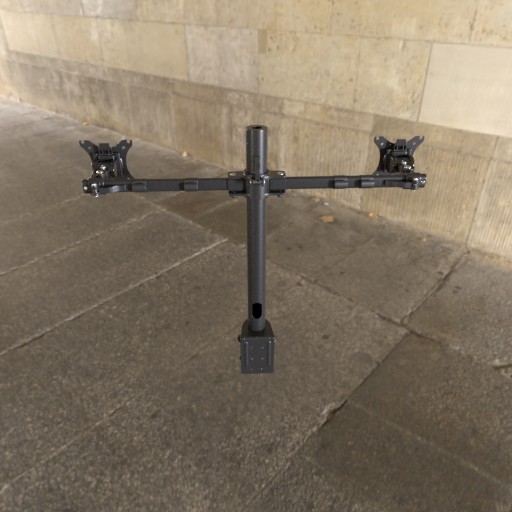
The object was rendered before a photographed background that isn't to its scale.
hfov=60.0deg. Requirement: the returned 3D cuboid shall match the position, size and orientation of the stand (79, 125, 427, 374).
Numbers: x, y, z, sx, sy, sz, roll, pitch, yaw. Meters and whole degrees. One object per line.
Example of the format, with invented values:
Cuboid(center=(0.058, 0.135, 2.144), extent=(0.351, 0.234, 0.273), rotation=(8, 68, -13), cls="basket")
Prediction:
Cuboid(center=(0.000, 0.000, 1.018), extent=(0.743, 0.603, 0.150), rotation=(-1, 31, -2), cls="stand")
